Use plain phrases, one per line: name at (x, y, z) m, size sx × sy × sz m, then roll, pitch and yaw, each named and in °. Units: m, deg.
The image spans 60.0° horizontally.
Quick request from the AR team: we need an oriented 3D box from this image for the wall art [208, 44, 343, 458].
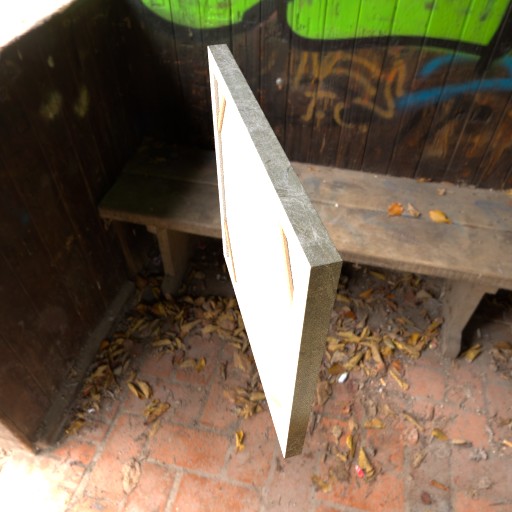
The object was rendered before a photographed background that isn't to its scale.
wall art at (0.000, 0.000, 0.912) m, size 0.038 × 0.610 × 0.610 m, roll -11°, pitch 48°, yaw -10°
